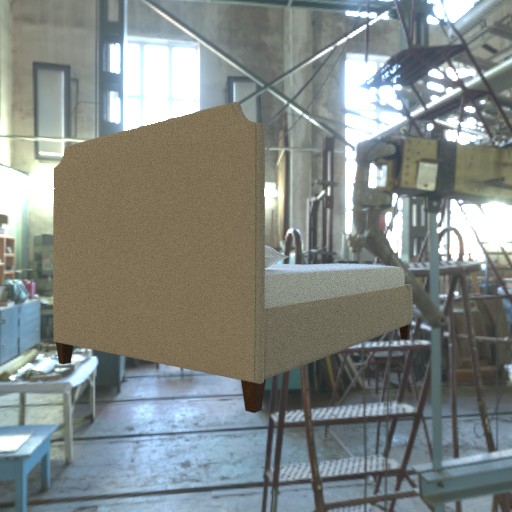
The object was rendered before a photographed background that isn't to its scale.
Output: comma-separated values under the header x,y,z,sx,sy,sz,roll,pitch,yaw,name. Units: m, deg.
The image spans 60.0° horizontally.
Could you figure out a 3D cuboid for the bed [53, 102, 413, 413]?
x,y,z,sx,sy,sz,roll,pitch,yaw,name
0.000,0.000,3.411,1.713,1.443,2.372,0,0,36,bed
